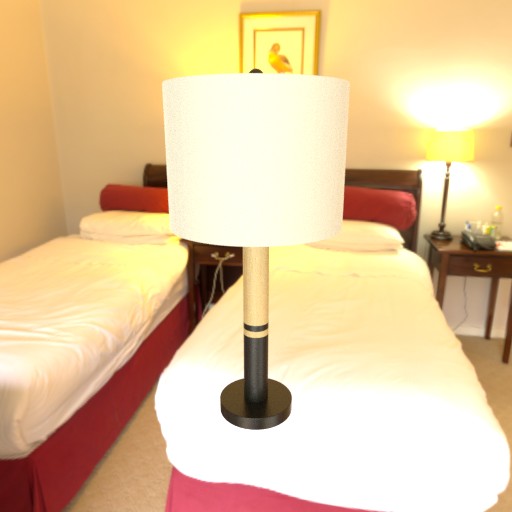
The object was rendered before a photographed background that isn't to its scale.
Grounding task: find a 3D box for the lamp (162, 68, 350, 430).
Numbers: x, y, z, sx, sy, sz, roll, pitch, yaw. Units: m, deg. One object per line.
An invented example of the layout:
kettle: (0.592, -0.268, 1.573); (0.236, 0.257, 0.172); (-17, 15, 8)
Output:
lamp: (0.000, 0.000, 0.815); (0.305, 0.640, 0.305); (-8, 18, -25)
